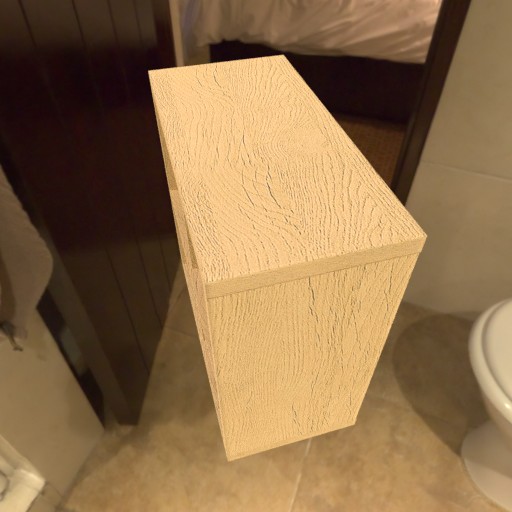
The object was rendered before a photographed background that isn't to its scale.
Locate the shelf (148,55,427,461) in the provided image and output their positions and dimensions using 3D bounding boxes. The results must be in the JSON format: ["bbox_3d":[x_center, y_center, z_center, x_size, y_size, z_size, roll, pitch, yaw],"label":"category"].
[{"bbox_3d":[0.000,0.000,1.274,0.390,0.786,0.790,-12,47,-11],"label":"shelf"}]
